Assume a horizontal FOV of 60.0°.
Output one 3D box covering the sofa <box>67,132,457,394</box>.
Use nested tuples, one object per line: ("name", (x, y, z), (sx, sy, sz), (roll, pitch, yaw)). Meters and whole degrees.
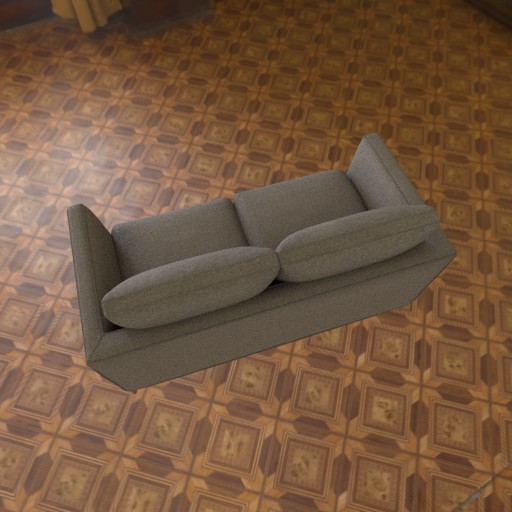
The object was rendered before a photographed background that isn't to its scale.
("sofa", (0.000, 0.000, 2.170), (1.594, 0.924, 0.803), (-16, 60, -9))
